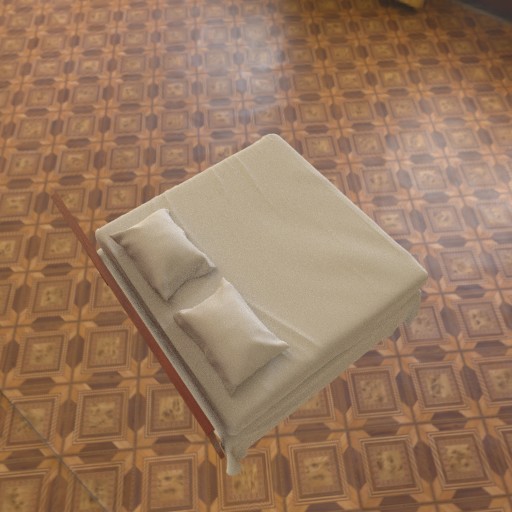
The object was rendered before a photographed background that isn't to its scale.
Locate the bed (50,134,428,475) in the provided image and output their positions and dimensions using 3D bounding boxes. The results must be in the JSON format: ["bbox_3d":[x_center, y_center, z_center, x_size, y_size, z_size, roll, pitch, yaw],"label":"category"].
[{"bbox_3d":[0.000,0.000,3.632,2.219,1.271,2.314,-33,64,-18],"label":"bed"}]
